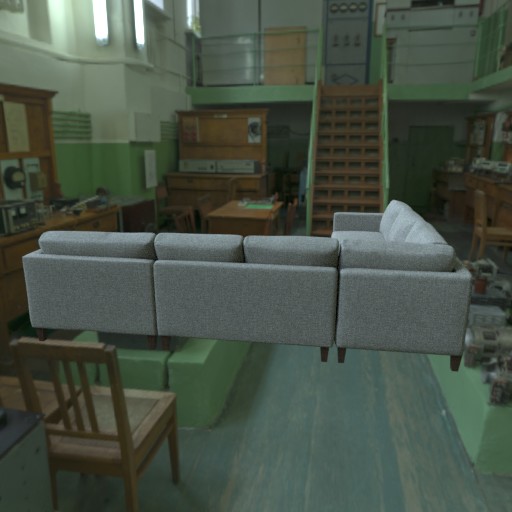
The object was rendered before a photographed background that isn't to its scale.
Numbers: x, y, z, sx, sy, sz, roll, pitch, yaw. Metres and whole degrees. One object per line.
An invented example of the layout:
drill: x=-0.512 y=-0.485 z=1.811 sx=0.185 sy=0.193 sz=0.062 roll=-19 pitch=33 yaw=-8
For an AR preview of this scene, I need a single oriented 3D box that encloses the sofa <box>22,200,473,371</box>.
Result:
sofa: x=0.000 y=0.000 z=4.565 sx=3.460 sy=0.959 sz=2.593 roll=2 pitch=15 yaw=8
